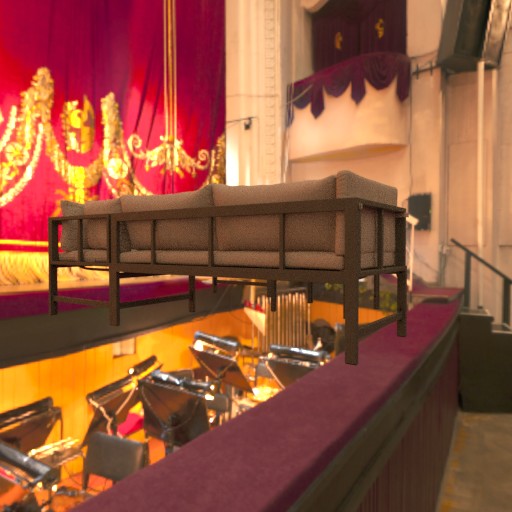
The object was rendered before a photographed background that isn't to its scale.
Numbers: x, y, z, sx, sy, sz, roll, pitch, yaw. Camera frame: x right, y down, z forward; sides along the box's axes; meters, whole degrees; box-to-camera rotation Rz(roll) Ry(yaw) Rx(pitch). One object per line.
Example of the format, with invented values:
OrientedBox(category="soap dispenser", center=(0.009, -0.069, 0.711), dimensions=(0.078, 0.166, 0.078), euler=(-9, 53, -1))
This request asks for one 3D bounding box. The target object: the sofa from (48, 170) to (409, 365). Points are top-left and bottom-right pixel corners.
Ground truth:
OrientedBox(category="sofa", center=(0.000, 0.000, 2.923), dimensions=(2.096, 0.758, 1.658), euler=(1, 2, 35))
